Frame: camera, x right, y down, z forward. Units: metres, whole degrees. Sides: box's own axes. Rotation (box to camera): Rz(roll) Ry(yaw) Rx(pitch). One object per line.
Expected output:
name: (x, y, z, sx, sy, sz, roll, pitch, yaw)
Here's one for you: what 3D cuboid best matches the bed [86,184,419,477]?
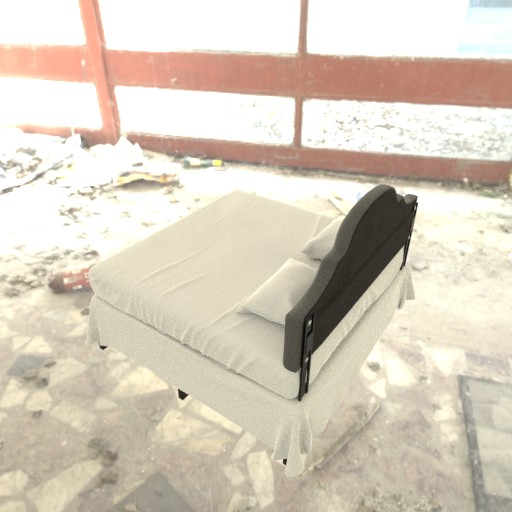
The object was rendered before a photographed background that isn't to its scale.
bed: (0.000, 0.000, 3.730, 2.222, 1.631, 2.303, 20, 37, 29)
